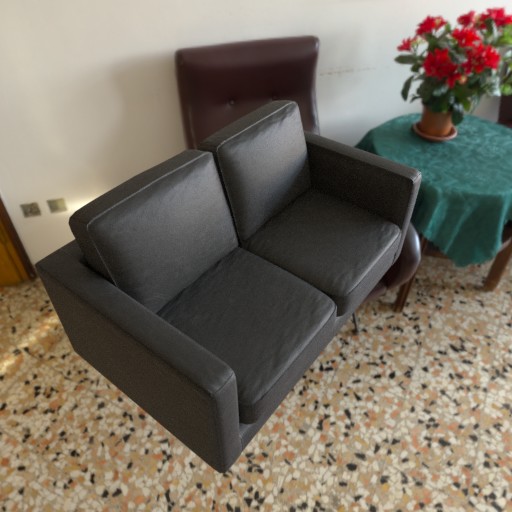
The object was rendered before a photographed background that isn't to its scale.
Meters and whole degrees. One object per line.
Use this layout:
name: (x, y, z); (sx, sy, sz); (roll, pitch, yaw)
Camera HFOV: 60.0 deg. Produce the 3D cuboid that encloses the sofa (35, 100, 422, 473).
sofa: (0.000, 0.000, 1.933); (0.879, 0.899, 1.430); (28, 49, 27)
